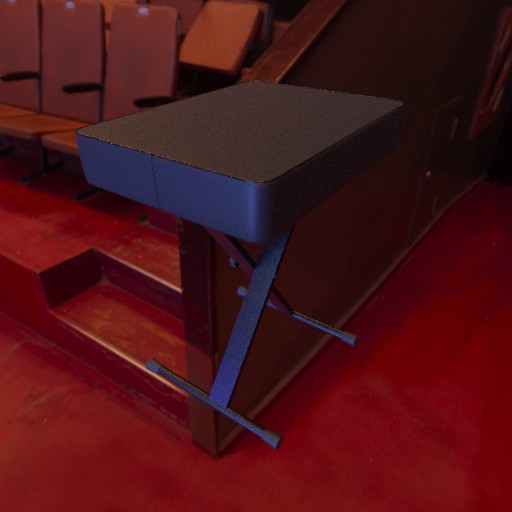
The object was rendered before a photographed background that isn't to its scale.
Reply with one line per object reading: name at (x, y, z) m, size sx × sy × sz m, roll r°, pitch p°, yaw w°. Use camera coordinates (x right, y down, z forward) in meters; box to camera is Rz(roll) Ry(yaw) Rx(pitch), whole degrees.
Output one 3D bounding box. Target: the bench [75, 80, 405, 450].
bench at (0.000, 0.000, 0.797) m, size 0.321 × 0.500 × 0.424 m, roll 21°, pitch 38°, yaw 29°
